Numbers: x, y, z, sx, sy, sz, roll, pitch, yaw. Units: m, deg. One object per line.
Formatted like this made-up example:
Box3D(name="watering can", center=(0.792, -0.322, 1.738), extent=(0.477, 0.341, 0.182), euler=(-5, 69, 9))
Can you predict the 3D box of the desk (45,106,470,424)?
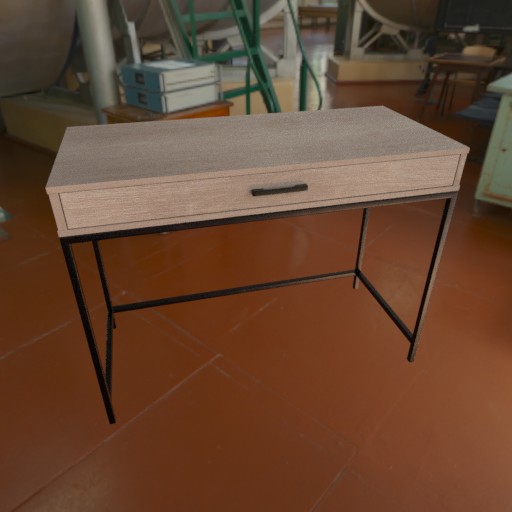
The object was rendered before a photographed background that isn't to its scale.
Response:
Box3D(name="desk", center=(0.000, 0.000, 1.409), extent=(1.016, 0.762, 0.470), euler=(-8, 33, -12))
